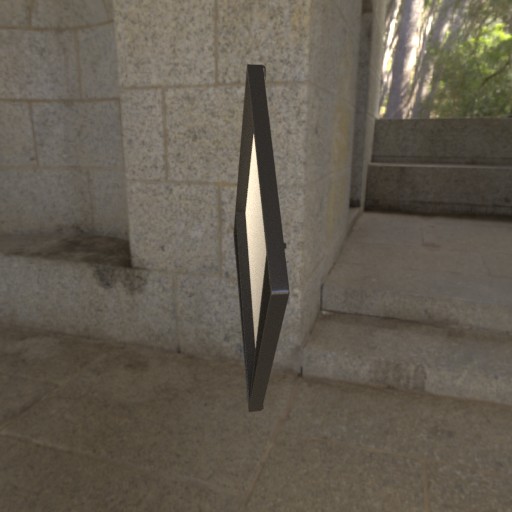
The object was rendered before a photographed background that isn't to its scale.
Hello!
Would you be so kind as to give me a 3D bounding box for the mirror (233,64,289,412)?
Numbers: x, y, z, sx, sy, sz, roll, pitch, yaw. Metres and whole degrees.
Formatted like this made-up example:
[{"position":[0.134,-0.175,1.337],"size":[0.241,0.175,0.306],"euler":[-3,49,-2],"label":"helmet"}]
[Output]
[{"position":[0.000,0.000,0.848],"size":[0.032,0.679,0.419],"euler":[-3,15,-10],"label":"mirror"}]
